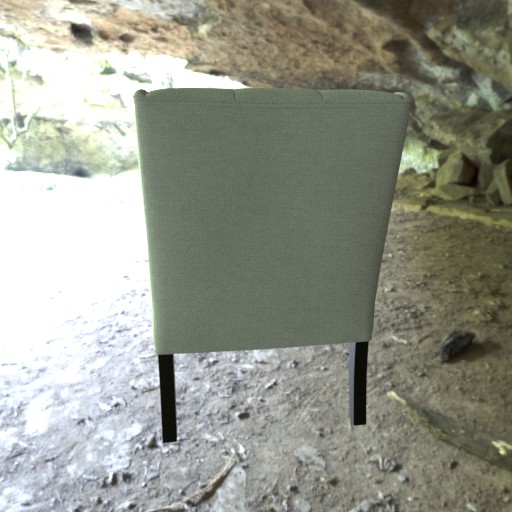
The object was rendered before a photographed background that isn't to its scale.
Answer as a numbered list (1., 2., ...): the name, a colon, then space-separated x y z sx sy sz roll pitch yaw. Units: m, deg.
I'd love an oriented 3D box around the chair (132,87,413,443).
1. chair: 0.000 0.000 1.274 0.569 0.853 0.676 -2 16 -8
